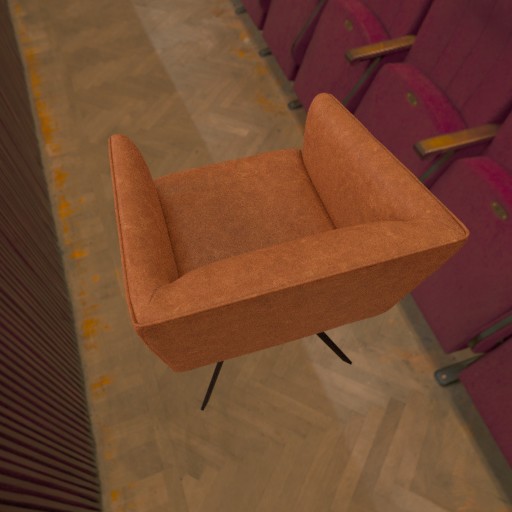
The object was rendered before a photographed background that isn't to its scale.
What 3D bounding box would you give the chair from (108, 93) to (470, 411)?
[{"bbox_3d":[0.000,0.000,1.171,0.588,0.760,0.625,-14,58,-9],"label":"chair"}]
